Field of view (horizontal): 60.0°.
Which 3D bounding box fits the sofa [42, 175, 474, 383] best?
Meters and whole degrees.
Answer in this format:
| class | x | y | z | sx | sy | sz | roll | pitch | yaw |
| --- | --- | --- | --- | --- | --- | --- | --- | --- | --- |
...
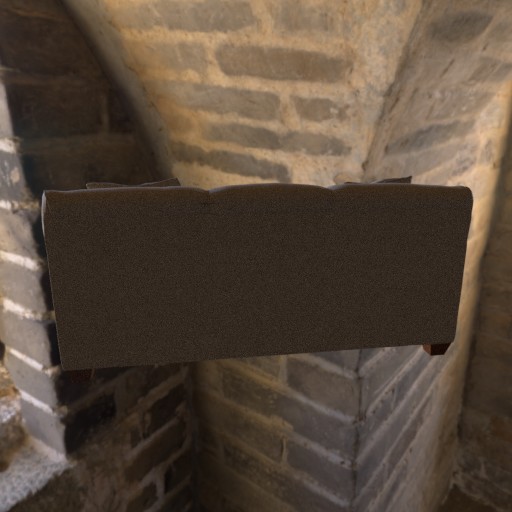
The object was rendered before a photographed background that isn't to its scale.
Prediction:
| class | x | y | z | sx | sy | sz | roll | pitch | yaw |
| --- | --- | --- | --- | --- | --- | --- | --- | --- | --- |
| sofa | 0.000 | 0.000 | 2.580 | 2.024 | 0.958 | 0.997 | -2 | 16 | -8 |
